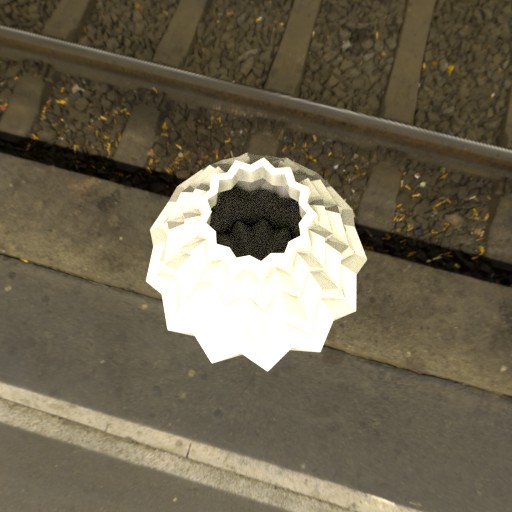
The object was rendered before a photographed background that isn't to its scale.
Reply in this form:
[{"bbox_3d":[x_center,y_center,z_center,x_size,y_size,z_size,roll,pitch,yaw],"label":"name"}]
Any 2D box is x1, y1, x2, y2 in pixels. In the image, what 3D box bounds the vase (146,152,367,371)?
[{"bbox_3d":[0.000,0.000,0.320,0.164,0.185,0.164,0,76,0],"label":"vase"}]
